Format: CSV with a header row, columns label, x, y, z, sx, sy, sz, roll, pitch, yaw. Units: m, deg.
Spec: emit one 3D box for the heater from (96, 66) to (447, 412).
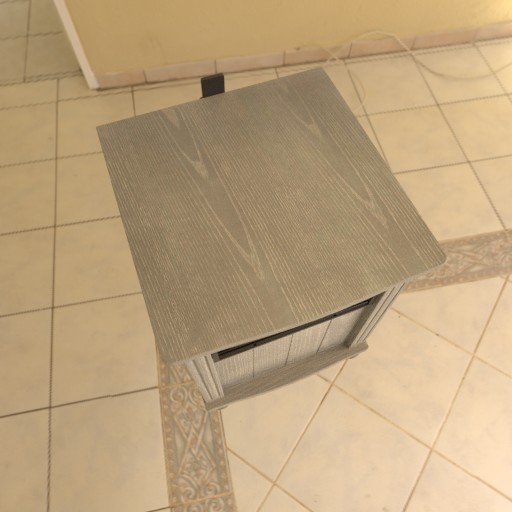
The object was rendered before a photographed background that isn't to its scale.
label,x,y,z,sx,sy,sz,roll,pitch,yaw
heater,0.000,0.000,0.776,0.362,0.481,0.400,-19,64,-10
